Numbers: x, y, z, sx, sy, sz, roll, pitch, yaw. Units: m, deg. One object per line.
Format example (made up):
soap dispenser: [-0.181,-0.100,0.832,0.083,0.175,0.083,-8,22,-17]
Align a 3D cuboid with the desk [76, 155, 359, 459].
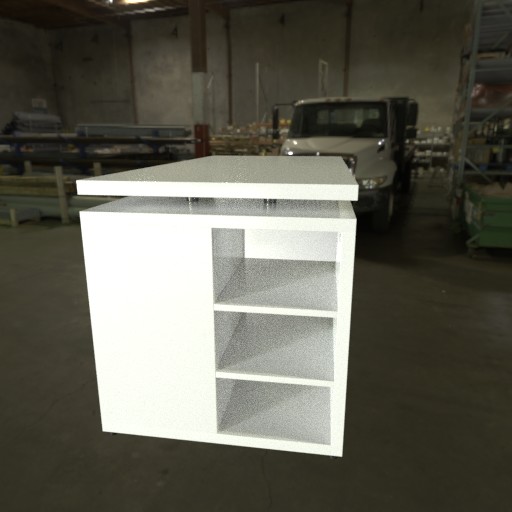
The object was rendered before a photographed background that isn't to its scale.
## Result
desk: [0.000,0.000,1.820,0.690,0.740,1.400,2,15,9]
